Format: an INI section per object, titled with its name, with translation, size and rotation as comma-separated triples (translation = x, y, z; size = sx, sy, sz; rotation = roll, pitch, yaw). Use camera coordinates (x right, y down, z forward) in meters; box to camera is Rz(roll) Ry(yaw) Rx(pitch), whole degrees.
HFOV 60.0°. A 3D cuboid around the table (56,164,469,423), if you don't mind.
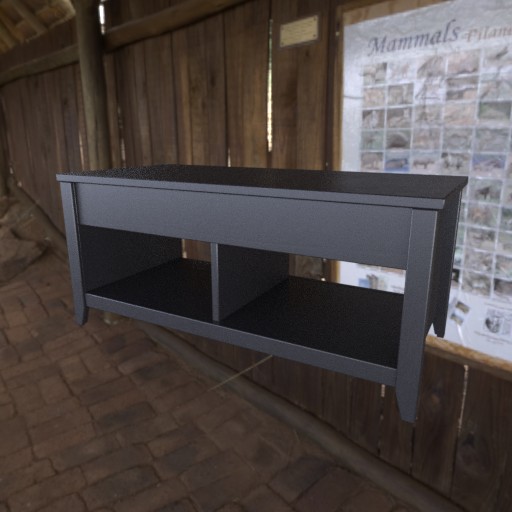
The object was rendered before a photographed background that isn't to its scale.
[table]
translation = 0.000, 0.000, 1.266
size = 1.016, 0.457, 0.483
rotation = 8, 17, 28
